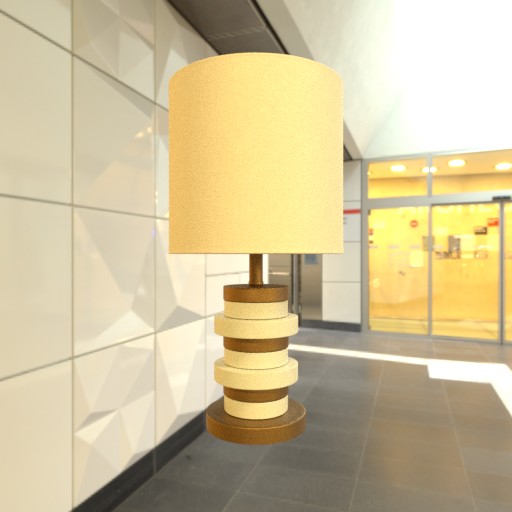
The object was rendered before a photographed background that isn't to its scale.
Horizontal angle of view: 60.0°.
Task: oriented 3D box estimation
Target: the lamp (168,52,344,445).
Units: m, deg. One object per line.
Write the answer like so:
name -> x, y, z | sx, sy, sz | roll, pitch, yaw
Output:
lamp -> 0.000, 0.000, 0.541 | 0.210, 0.410, 0.210 | 0, 0, 0
